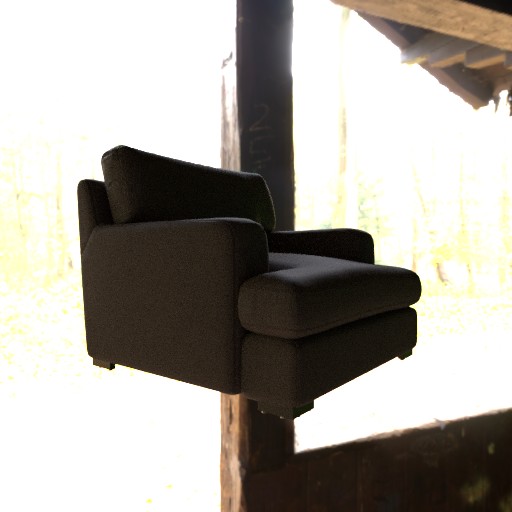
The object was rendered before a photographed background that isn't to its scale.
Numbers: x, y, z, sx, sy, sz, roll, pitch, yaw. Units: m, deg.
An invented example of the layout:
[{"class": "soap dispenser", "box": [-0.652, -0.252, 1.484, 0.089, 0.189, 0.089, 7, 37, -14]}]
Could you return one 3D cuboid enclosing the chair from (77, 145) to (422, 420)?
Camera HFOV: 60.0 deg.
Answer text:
[{"class": "chair", "box": [0.000, 0.000, 1.995, 1.143, 0.940, 1.168, 1, 1, 38]}]
